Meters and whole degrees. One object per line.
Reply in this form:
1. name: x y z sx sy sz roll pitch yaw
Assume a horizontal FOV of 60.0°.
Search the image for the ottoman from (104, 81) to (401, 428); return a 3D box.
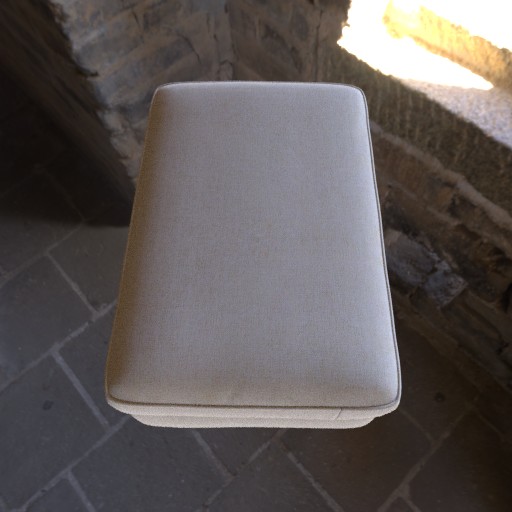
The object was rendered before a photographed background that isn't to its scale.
1. ottoman: 0.000 0.000 1.194 0.583 0.484 0.862 1 63 0
